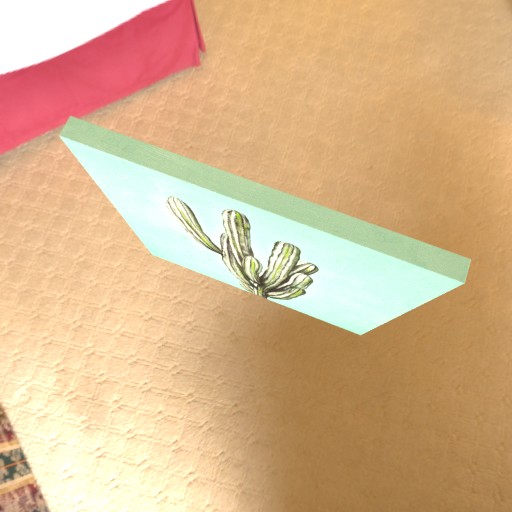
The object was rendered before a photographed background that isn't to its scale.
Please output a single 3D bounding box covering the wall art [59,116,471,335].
[{"bbox_3d":[0.000,0.000,0.906,0.603,0.603,0.036,21,75,6],"label":"wall art"}]
